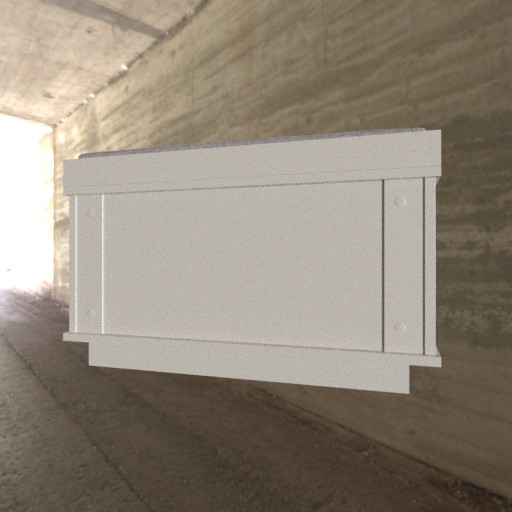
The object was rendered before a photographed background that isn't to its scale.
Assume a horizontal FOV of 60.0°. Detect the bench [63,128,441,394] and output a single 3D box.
[{"bbox_3d":[0.000,0.000,0.990,0.734,0.461,0.362,0,0,18],"label":"bench"}]
